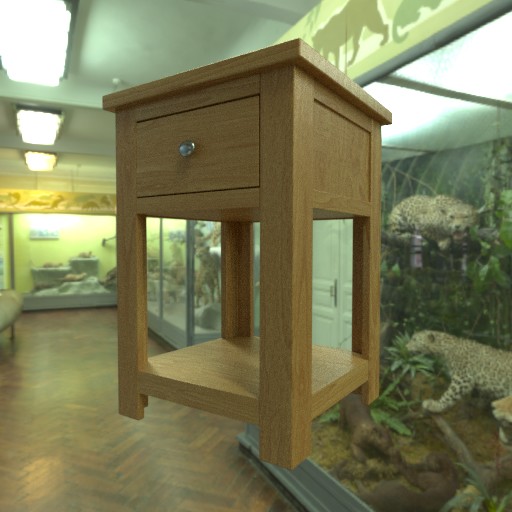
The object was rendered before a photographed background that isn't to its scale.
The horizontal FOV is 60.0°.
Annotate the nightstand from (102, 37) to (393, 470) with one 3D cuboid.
[{"bbox_3d":[0.000,0.000,0.905,0.428,0.614,0.418,1,2,34],"label":"nightstand"}]
